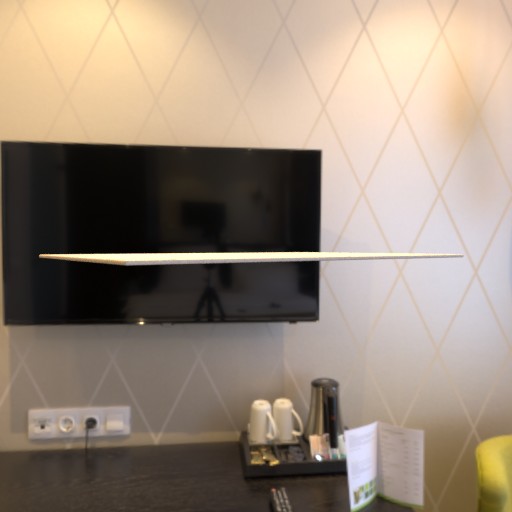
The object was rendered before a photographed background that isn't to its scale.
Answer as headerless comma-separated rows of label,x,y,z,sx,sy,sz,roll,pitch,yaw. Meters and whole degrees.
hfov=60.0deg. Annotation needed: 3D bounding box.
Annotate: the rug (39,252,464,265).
rug,0.000,0.000,2.291,1.828,0.015,1.222,-1,1,-36
